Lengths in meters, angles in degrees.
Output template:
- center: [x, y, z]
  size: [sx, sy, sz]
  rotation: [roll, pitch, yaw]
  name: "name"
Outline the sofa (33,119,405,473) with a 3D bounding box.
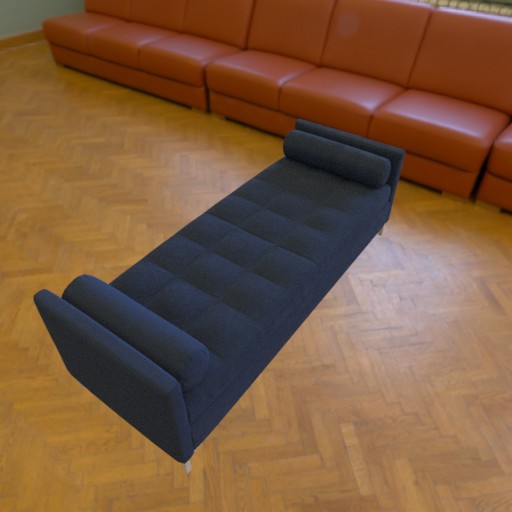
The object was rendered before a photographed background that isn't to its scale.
- center: [0.000, 0.000, 2.477]
  size: [0.797, 0.657, 2.102]
  rotation: [26, 48, 26]
  name: "sofa"
